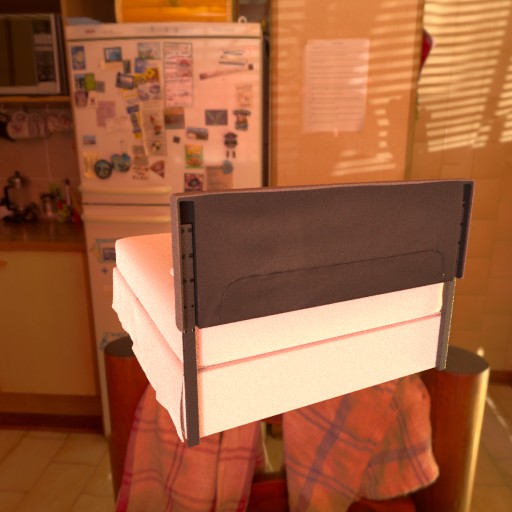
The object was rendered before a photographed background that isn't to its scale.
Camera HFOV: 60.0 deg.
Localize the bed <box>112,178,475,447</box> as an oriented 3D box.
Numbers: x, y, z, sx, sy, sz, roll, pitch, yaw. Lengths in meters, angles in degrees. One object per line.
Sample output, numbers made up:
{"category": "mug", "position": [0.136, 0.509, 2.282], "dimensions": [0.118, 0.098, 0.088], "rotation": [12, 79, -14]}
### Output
{"category": "bed", "position": [0.000, 0.000, 2.873], "dimensions": [1.610, 1.089, 1.894], "rotation": [-7, 16, -25]}
